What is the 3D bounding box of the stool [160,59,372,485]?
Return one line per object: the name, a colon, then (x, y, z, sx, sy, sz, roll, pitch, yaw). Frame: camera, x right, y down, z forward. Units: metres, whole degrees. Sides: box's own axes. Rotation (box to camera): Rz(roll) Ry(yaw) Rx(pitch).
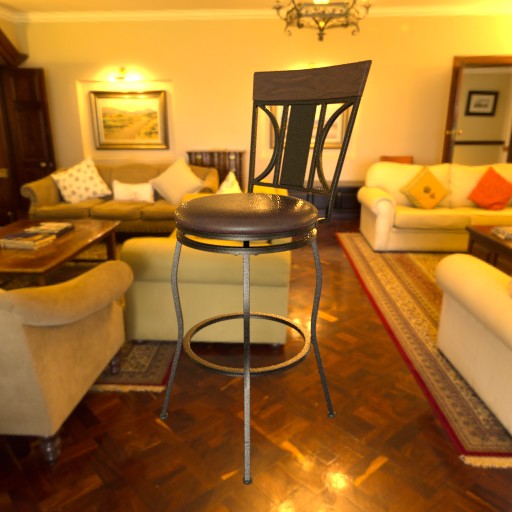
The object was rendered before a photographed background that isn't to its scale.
stool: (0.000, 0.000, 1.382, 0.448, 1.130, 0.513, 16, 23, 42)
